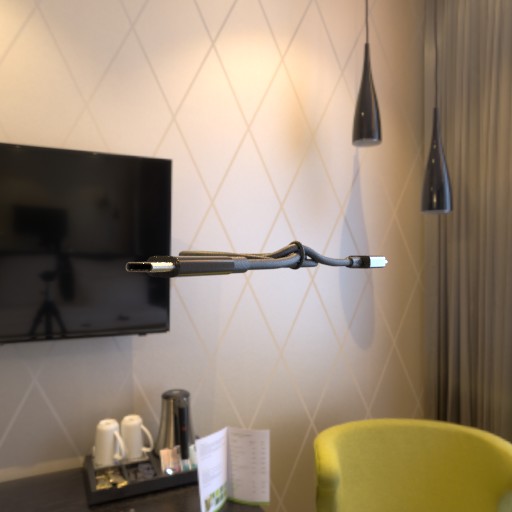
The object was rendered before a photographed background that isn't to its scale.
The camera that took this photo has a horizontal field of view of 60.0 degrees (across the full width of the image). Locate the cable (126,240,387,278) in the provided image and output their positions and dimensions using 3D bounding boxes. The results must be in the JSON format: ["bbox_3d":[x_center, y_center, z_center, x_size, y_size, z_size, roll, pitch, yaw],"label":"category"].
[{"bbox_3d":[0.000,0.000,0.216,0.070,0.014,0.192,0,0,35],"label":"cable"}]
